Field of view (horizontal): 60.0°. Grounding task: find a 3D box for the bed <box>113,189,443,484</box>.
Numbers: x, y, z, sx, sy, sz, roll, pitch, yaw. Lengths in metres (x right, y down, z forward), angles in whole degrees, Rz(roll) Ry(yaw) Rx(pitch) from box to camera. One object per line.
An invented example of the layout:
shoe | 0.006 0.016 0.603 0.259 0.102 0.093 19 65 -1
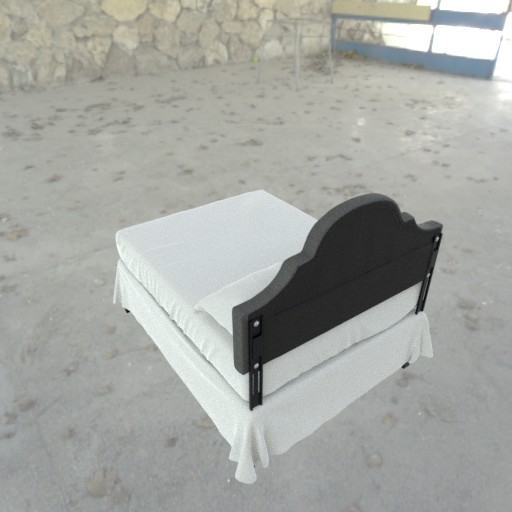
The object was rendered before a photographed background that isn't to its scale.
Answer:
bed | 0.000 0.000 3.368 1.780 1.634 2.222 -21 37 -30
